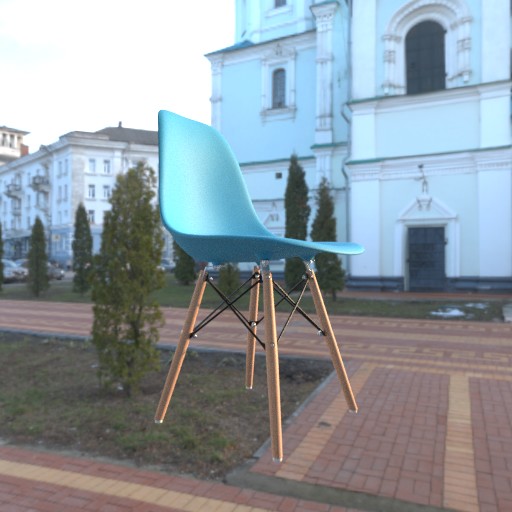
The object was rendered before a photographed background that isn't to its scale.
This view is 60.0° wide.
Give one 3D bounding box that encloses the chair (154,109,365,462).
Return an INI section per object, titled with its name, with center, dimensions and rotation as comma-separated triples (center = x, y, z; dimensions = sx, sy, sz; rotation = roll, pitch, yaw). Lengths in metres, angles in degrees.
[chair]
center = 0.000, 0.000, 1.149
dimensions = 0.531, 0.826, 0.470
rotation = 0, -1, 37
